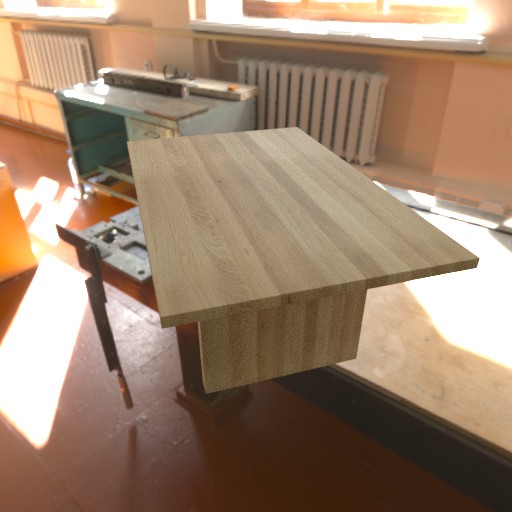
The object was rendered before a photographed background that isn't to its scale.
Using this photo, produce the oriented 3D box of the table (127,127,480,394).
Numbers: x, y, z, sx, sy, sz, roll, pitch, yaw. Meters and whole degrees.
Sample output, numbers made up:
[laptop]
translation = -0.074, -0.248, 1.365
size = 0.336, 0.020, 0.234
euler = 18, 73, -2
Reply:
[table]
translation = 0.000, 0.000, 1.472
size = 0.700, 0.510, 1.100
euler = -9, 33, -14
